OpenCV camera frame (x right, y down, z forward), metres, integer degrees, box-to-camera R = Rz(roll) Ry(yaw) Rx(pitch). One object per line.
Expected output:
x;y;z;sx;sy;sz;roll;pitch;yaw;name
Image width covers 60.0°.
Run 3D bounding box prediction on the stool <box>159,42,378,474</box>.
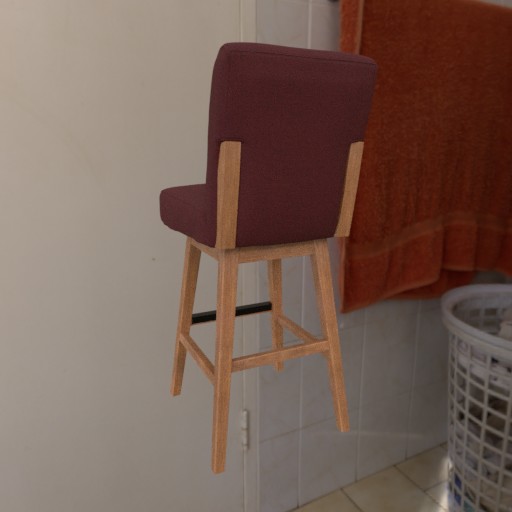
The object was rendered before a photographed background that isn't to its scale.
0.000;0.000;1.363;0.468;1.093;0.562;-7;16;-25;stool
